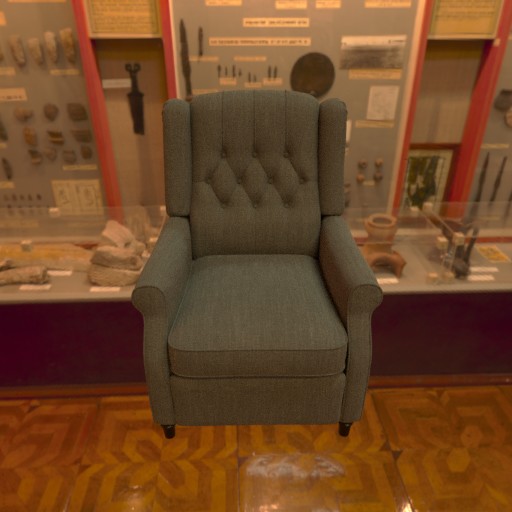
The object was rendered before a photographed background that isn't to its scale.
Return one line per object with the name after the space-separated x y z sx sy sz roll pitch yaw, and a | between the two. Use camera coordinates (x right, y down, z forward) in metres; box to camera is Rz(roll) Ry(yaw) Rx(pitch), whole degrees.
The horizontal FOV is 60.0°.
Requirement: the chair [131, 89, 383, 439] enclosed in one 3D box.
0.000 0.000 1.603 0.742 1.035 0.898 0 30 -1 | chair
